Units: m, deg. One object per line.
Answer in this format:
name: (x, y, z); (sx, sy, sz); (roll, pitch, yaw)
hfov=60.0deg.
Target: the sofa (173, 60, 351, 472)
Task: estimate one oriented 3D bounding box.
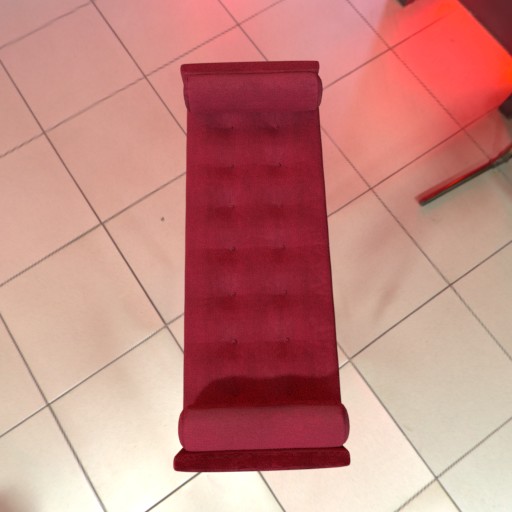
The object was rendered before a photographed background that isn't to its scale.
sofa: (0.000, 0.000, 2.470); (0.796, 0.705, 2.102); (-2, 75, 0)
